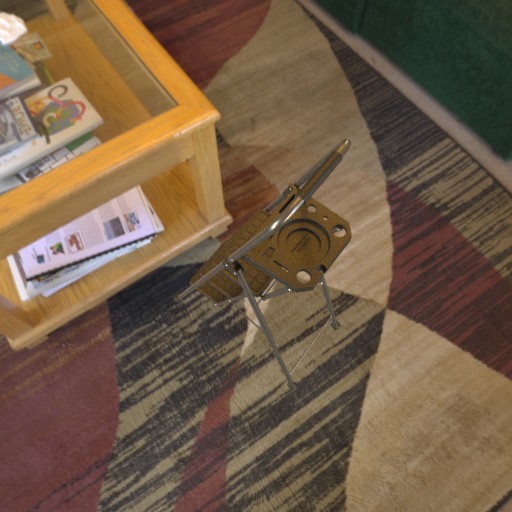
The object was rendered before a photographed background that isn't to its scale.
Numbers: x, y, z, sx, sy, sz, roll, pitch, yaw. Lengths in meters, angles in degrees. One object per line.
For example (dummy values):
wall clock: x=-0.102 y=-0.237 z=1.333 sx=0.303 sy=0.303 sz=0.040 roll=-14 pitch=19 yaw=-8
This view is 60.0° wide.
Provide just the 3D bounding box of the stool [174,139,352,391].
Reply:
stool: x=0.000 y=0.000 z=1.572 sx=0.733 sy=1.277 sz=0.396 roll=35 pitch=70 yaw=15
